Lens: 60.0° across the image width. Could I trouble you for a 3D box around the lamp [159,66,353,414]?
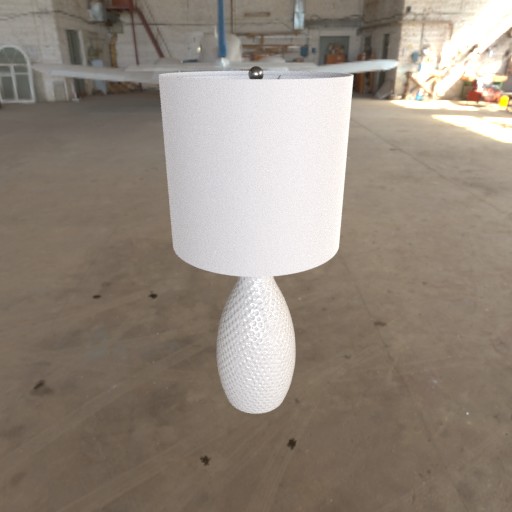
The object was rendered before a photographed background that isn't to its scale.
[{"bbox_3d":[0.000,0.000,0.591,0.214,0.466,0.214,8,26,16],"label":"lamp"}]
